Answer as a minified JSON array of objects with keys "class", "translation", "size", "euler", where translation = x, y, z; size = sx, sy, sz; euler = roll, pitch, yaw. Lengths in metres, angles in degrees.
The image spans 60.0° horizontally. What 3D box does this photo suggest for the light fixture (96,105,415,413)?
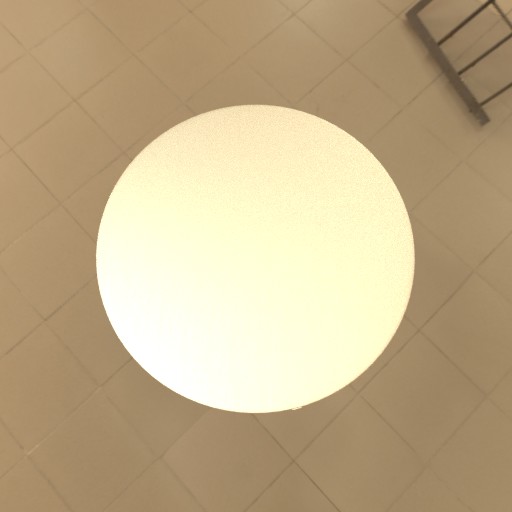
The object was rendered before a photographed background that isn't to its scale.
[{"class":"light fixture","translation":[0.000,0.000,0.542],"size":[0.356,0.102,0.356],"euler":[0,76,0]}]
